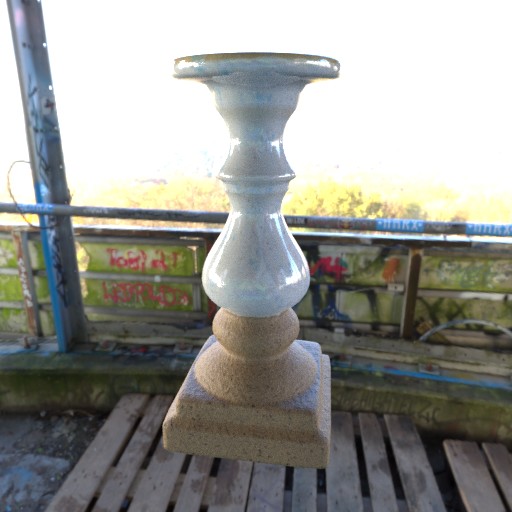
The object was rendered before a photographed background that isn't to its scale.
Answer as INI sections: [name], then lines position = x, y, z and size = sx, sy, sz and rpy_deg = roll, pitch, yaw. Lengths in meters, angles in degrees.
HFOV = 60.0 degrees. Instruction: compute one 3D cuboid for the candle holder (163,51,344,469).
[candle holder]
position = 0.000, 0.000, 0.296
size = 0.110, 0.239, 0.110
rpy_deg = 3, 18, 9
